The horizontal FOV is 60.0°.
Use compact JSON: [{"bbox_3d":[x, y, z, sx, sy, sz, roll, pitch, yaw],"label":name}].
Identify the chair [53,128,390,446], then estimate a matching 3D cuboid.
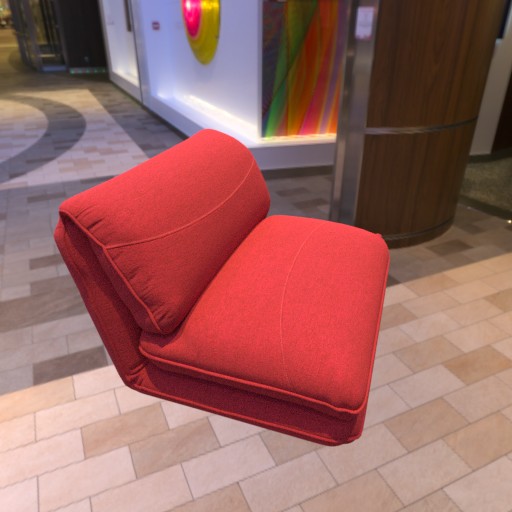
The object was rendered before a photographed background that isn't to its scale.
[{"bbox_3d":[0.000,0.000,1.348,0.780,0.580,0.820,9,30,17],"label":"chair"}]
